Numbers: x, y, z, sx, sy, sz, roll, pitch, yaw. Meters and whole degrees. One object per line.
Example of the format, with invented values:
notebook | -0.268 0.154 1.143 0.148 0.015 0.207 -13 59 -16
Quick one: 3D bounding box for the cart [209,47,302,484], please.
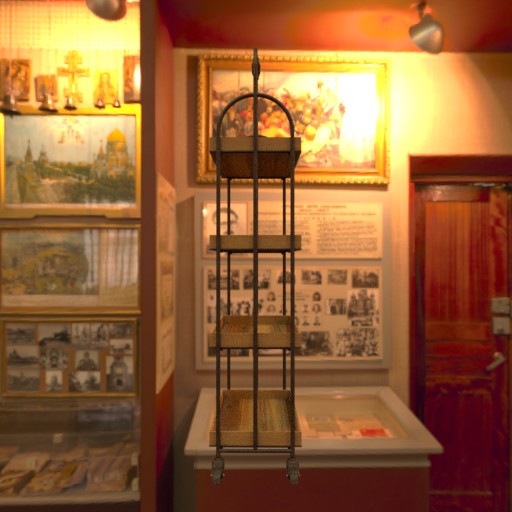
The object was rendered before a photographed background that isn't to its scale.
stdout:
cart | 0.000 0.000 1.687 0.308 1.481 0.581 0 -1 1
